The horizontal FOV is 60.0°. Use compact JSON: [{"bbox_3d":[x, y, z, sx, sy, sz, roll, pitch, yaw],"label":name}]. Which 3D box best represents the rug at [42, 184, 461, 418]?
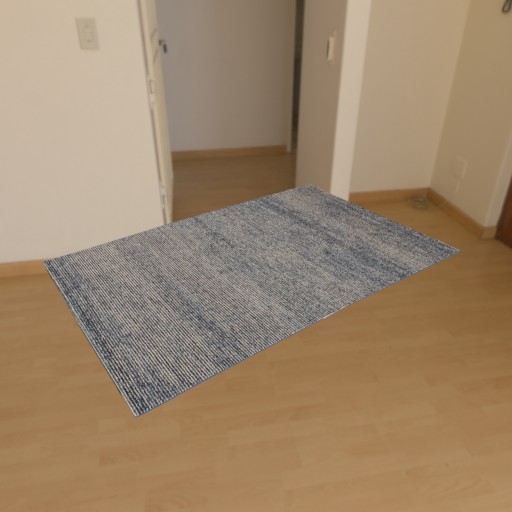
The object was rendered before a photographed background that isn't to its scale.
[{"bbox_3d":[0.000,0.000,2.250,1.793,0.025,1.159,-20,36,-30],"label":"rug"}]
